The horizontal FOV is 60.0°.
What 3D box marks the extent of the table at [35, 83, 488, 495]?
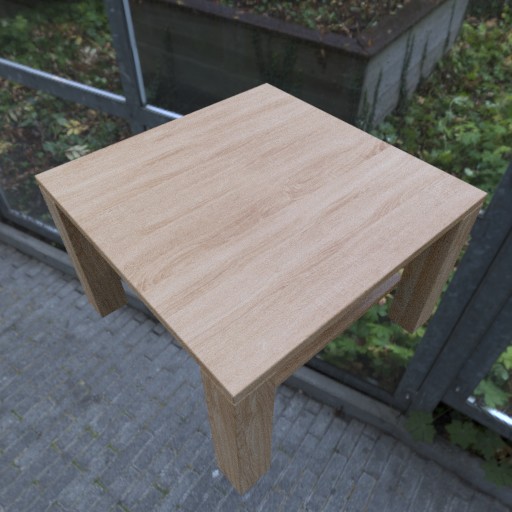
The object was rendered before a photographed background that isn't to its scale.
[{"bbox_3d":[0.000,0.000,1.125,0.700,0.450,0.700,-32,54,-27],"label":"table"}]
